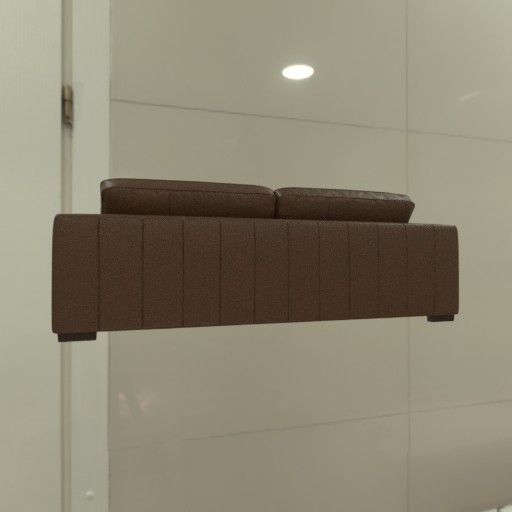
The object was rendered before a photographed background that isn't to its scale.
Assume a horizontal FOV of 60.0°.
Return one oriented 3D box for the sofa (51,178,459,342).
[{"bbox_3d":[0.000,0.000,2.819,2.262,0.801,1.070,0,0,-18],"label":"sofa"}]
